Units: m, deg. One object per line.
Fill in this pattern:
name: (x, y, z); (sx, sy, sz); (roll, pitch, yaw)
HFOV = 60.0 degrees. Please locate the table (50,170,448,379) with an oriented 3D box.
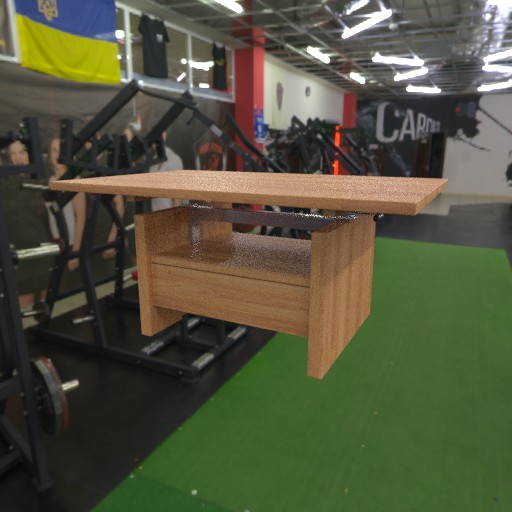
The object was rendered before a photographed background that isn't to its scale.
table: (0.000, 0.000, 1.508); (1.100, 0.510, 0.700); (7, 16, 27)
